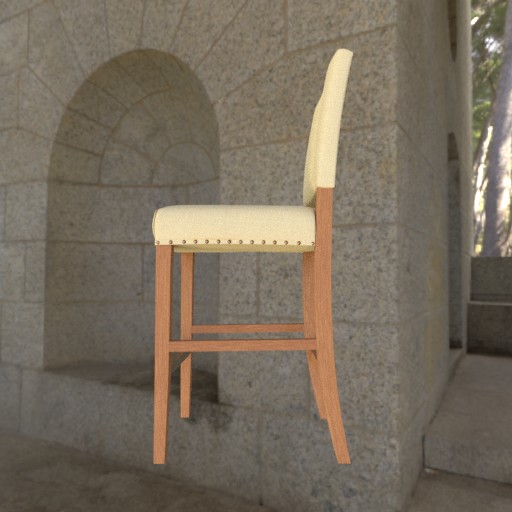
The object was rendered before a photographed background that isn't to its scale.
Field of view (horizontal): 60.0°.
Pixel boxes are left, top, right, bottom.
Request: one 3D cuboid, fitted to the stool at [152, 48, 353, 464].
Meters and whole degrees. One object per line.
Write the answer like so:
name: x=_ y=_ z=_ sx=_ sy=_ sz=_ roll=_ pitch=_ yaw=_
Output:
stool: x=0.000 y=0.000 z=1.459 sx=0.584 sy=1.168 sz=0.445 roll=0 pitch=-2 yaw=1
